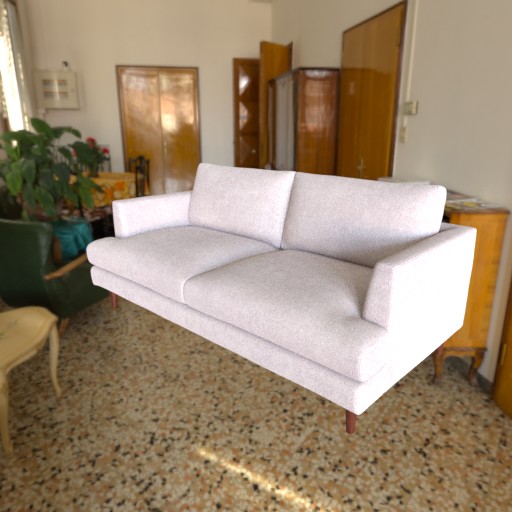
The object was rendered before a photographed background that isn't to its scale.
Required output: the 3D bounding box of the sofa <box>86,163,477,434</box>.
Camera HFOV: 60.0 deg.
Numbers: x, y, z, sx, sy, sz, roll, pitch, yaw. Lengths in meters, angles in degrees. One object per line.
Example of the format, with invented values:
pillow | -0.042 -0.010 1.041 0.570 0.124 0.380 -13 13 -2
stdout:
sofa | 0.000 0.000 2.435 1.948 0.868 1.020 15 23 41
